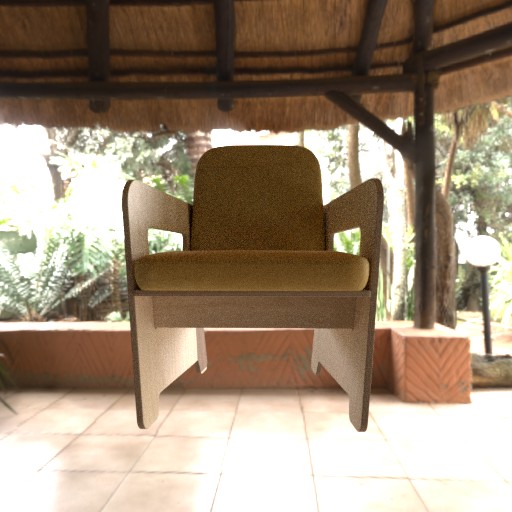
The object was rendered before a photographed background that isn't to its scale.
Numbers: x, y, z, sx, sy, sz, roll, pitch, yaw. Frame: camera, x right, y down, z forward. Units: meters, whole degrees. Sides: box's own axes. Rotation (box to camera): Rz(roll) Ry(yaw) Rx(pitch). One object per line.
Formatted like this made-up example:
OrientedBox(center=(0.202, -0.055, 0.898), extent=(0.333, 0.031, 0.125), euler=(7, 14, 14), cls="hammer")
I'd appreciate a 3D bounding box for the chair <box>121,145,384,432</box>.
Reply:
OrientedBox(center=(0.000, 0.000, 1.283), extent=(0.590, 0.800, 0.710), euler=(0, -1, 2), cls="chair")
